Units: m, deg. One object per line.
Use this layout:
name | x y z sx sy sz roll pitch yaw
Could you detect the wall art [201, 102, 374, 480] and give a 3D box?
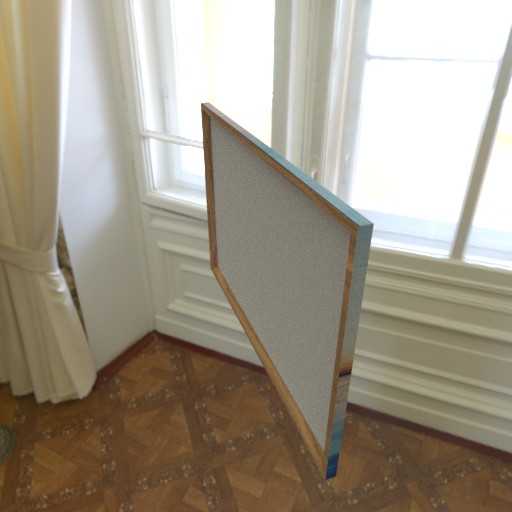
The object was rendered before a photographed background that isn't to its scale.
wall art | 0.000 0.000 1.452 0.034 0.756 1.137 -11 32 -18
